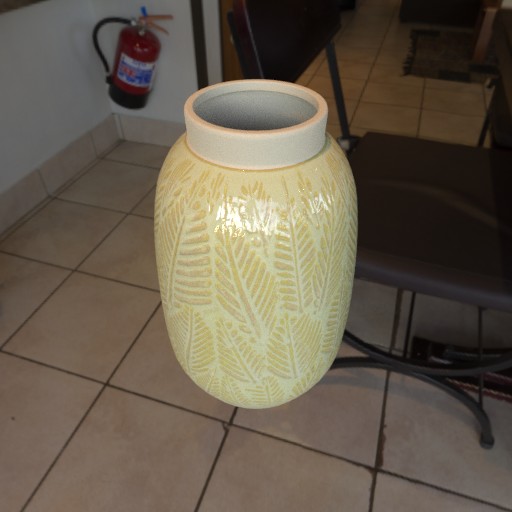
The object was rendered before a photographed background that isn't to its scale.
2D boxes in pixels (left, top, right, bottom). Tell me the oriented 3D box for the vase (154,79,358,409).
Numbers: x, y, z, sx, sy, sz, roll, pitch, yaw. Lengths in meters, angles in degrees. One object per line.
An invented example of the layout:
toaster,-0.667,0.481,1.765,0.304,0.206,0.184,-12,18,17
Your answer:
vase,0.000,0.000,0.385,0.172,0.270,0.172,0,40,0
